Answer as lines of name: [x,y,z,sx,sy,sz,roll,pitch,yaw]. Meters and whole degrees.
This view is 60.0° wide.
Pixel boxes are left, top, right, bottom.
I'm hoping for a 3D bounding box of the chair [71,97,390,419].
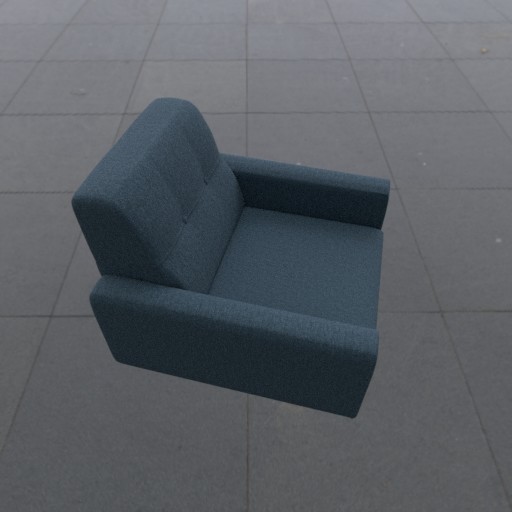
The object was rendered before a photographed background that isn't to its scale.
chair: [0.000,0.000,1.723,0.964,0.940,0.880,10,48,10]
